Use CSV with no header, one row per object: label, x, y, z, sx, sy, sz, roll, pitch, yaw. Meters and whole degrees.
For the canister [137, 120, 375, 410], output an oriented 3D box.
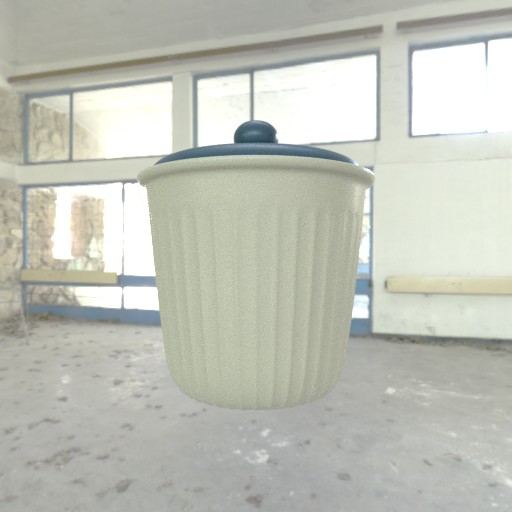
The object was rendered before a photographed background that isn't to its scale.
canister,0.000,0.000,0.349,0.181,0.211,0.181,0,0,0
